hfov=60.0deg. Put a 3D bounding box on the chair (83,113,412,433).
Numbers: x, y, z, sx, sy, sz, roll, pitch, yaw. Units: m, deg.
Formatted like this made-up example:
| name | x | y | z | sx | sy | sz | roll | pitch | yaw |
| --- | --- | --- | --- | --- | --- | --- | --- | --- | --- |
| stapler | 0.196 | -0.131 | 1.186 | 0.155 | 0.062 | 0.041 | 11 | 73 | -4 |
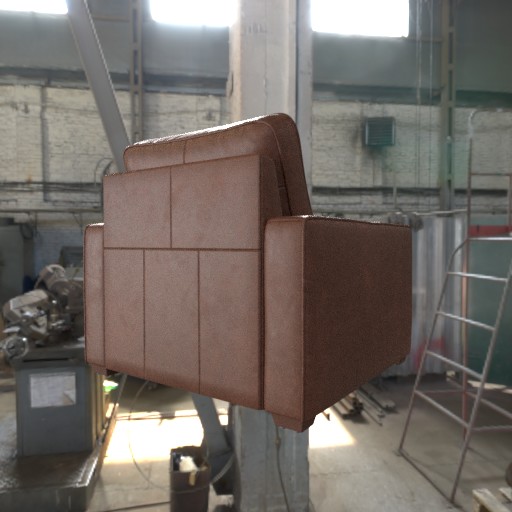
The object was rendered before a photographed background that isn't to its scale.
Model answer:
| name | x | y | z | sx | sy | sz | roll | pitch | yaw |
| --- | --- | --- | --- | --- | --- | --- | --- | --- | --- |
| chair | 0.000 | 0.000 | 1.802 | 1.017 | 0.919 | 0.940 | 1 | 2 | 36 |
